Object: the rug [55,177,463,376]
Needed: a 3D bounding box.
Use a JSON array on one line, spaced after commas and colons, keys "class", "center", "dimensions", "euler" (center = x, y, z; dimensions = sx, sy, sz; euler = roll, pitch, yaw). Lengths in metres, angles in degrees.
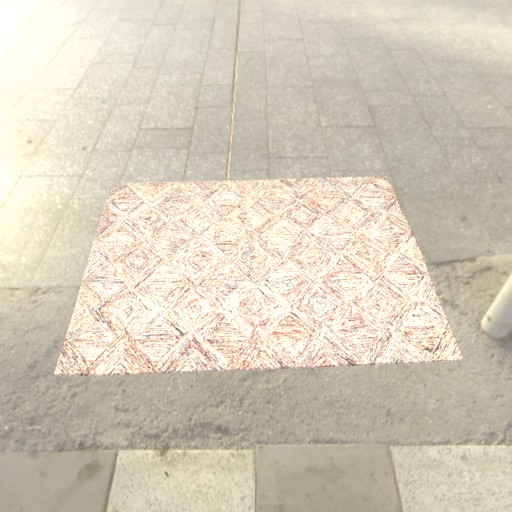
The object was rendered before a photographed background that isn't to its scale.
[{"class": "rug", "center": [0.000, 0.000, 4.294], "dimensions": [3.226, 0.024, 2.436], "euler": [-2, 46, -2]}]
